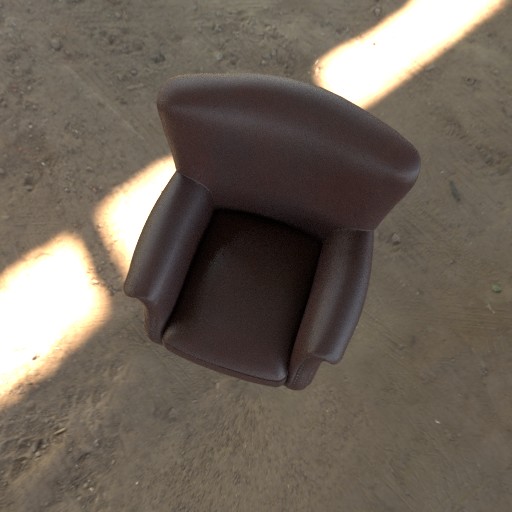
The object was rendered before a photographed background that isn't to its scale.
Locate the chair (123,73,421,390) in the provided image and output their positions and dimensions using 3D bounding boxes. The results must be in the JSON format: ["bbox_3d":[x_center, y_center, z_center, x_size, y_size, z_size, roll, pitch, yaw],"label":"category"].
[{"bbox_3d":[0.000,0.000,1.391,0.700,0.800,0.746,18,76,5],"label":"chair"}]
